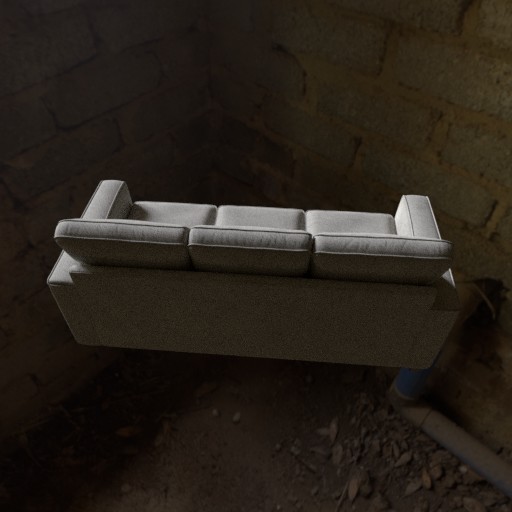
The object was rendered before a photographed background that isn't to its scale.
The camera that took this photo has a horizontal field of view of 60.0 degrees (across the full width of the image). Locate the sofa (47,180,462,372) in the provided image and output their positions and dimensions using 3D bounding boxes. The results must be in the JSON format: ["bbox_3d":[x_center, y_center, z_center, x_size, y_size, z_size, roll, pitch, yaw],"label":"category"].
[{"bbox_3d":[0.000,0.000,2.674,2.133,0.965,0.939,3,46,3],"label":"sofa"}]
